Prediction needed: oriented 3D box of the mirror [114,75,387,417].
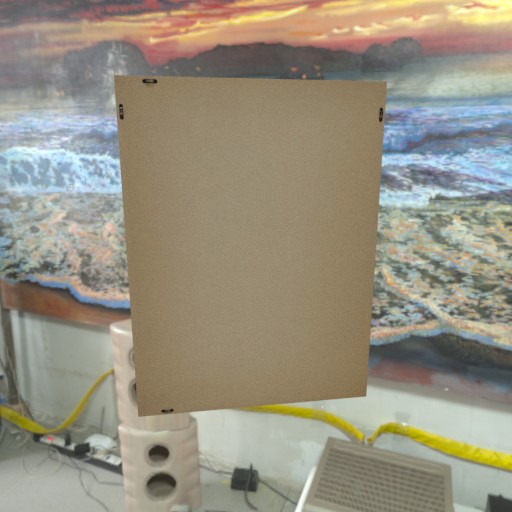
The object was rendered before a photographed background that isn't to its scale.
[{"bbox_3d":[0.000,0.000,1.359,0.762,1.016,0.040,-2,14,-9],"label":"mirror"}]
